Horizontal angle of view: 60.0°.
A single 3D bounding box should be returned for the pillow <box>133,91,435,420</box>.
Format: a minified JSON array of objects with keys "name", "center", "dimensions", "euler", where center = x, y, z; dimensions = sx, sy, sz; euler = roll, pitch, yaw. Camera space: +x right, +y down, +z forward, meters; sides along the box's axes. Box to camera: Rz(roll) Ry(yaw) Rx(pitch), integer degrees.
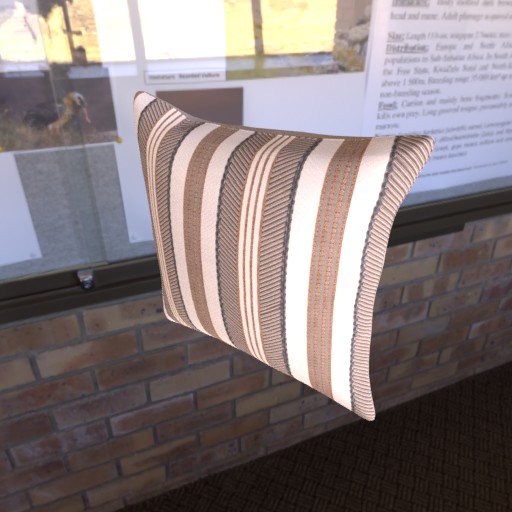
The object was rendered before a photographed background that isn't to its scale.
[{"name":"pillow","center":[0.000,0.000,0.622],"dimensions":[0.416,0.401,0.173],"euler":[20,35,30]}]
